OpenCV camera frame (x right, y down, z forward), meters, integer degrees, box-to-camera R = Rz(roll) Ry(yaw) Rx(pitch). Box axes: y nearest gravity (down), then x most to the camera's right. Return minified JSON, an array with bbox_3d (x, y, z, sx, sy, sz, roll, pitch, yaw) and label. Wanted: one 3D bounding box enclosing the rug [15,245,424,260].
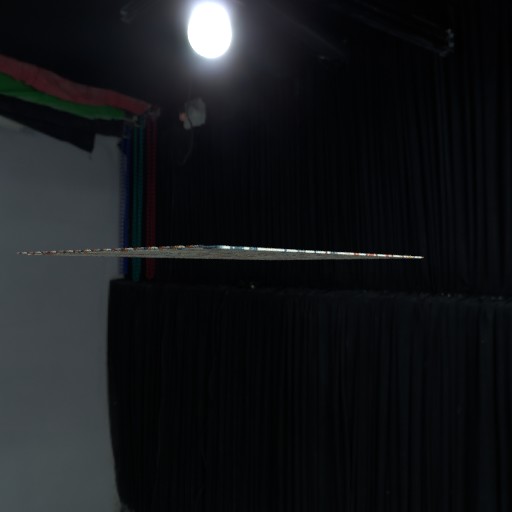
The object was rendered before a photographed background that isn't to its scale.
[{"bbox_3d":[0.000,0.000,3.105,1.523,0.010,2.584,-1,-2,38],"label":"rug"}]
